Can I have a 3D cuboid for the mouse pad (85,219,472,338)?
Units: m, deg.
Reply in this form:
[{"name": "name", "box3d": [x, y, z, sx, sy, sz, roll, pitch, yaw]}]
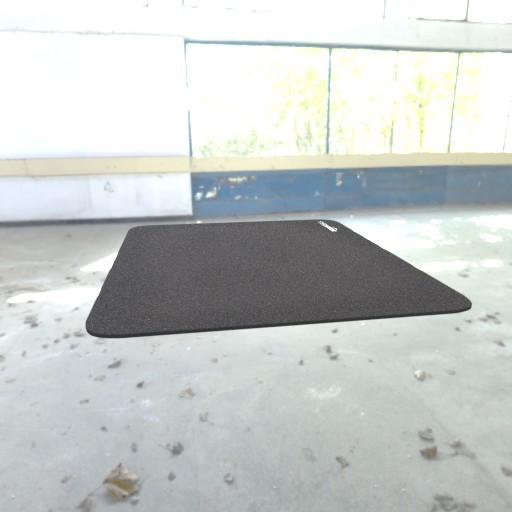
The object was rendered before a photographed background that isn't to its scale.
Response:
[{"name": "mouse pad", "box3d": [0.000, 0.000, 0.341, 0.211, 0.002, 0.249, -3, 16, -9]}]
